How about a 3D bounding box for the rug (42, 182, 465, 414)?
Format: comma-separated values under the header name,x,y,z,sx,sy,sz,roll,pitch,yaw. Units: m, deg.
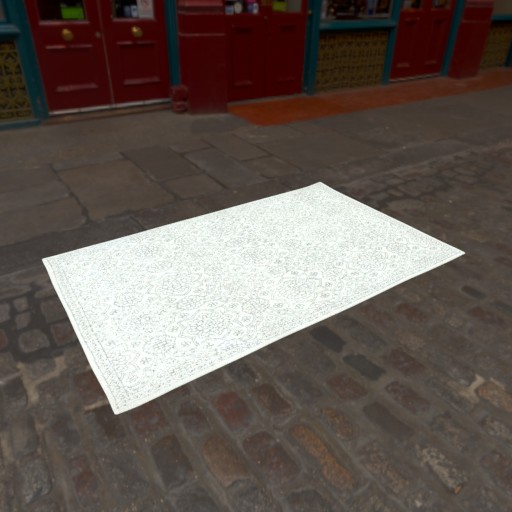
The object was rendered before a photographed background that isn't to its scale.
name,x,y,z,sx,sy,sz,roll,pitch,yaw
rug,0.000,0.000,2.982,2.434,0.023,1.518,-19,36,-28
